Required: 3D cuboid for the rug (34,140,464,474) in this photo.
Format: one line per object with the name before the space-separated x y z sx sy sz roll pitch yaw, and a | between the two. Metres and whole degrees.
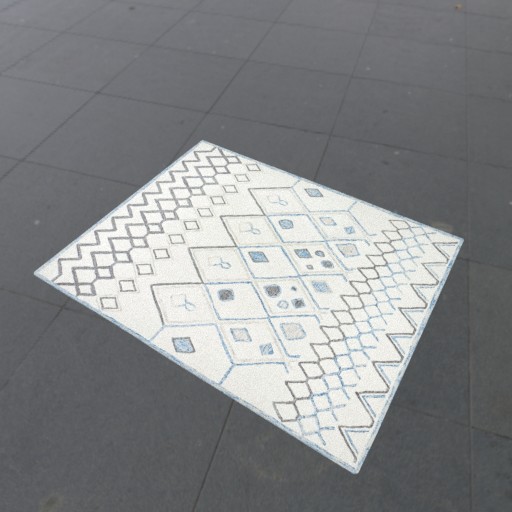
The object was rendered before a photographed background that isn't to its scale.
rug | 0.000 0.000 4.000 3.056 0.013 2.441 25 53 21
